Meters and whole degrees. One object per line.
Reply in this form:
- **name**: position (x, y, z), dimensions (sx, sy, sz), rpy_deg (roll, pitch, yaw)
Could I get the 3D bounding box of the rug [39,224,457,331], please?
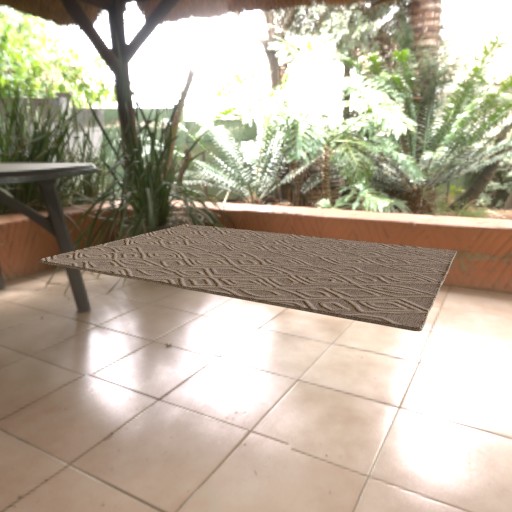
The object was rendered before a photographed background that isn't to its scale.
- **rug**: position (0.000, 0.000, 2.317), dimensions (1.832, 0.016, 1.224), rpy_deg (7, 16, 28)
